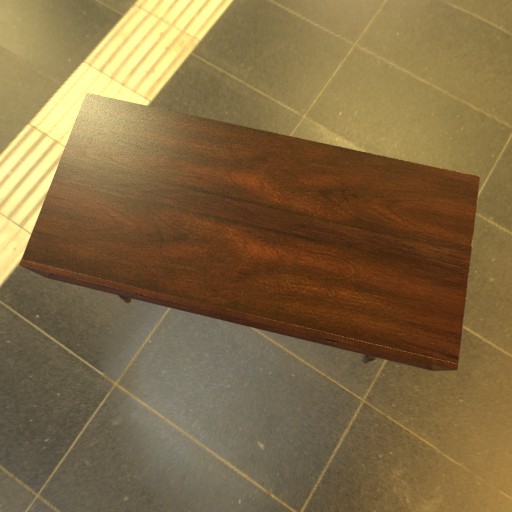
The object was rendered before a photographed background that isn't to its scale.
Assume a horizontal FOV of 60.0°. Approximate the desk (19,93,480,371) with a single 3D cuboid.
[{"bbox_3d":[0.000,0.000,2.135,1.577,1.031,0.734,13,75,3],"label":"desk"}]
